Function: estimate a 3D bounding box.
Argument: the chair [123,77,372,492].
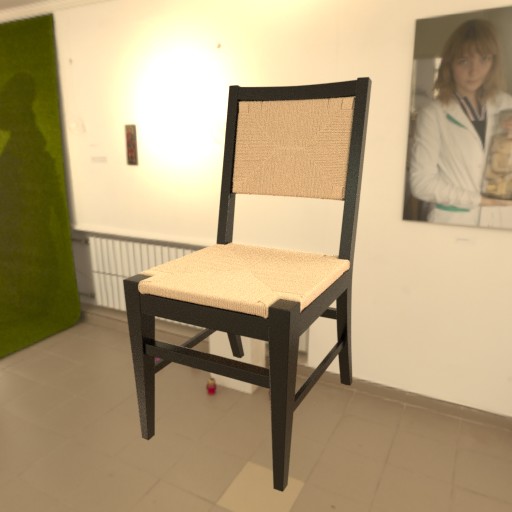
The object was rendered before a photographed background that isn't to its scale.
[{"bbox_3d":[0.000,0.000,1.189,0.437,0.927,0.552,8,17,26],"label":"chair"}]
